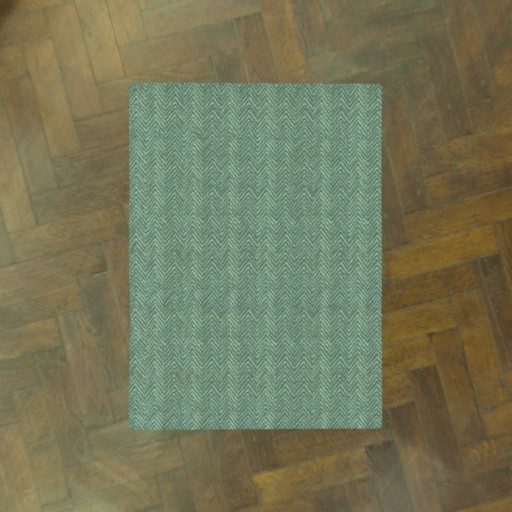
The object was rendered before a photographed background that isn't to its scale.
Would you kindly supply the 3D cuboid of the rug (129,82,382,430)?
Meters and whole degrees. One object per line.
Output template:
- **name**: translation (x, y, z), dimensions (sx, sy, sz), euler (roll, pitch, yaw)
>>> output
- **rug**: translation (0.000, 0.000, 5.074), dimensions (2.894, 0.011, 3.957), euler (0, 90, -1)
